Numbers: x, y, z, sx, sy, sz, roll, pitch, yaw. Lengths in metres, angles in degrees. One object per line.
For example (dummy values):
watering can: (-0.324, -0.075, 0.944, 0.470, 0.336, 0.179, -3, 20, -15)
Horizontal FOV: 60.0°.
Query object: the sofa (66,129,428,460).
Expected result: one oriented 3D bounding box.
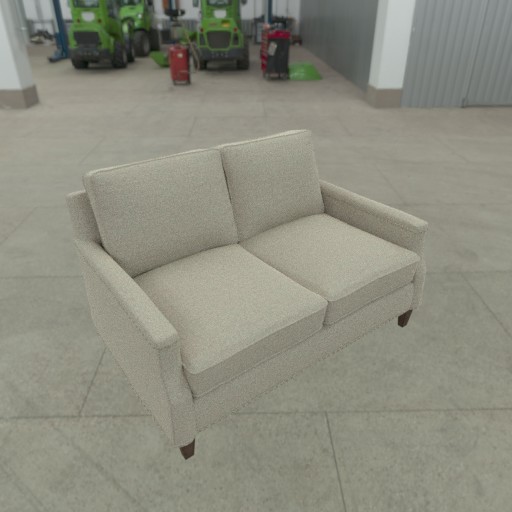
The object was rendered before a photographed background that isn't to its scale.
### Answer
sofa: (0.000, 0.000, 2.321, 1.597, 1.003, 1.084, -21, 36, -31)
